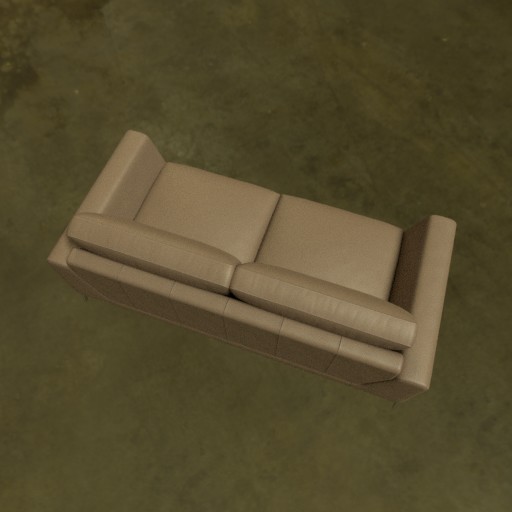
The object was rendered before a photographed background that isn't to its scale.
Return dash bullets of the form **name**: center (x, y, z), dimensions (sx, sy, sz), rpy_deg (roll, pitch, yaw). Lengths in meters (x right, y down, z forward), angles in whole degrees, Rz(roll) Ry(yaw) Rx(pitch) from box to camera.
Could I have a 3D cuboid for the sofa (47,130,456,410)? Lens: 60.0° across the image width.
- **sofa**: center (0.000, 0.000, 2.509), dimensions (2.017, 0.875, 0.953), rpy_deg (17, 64, 9)
